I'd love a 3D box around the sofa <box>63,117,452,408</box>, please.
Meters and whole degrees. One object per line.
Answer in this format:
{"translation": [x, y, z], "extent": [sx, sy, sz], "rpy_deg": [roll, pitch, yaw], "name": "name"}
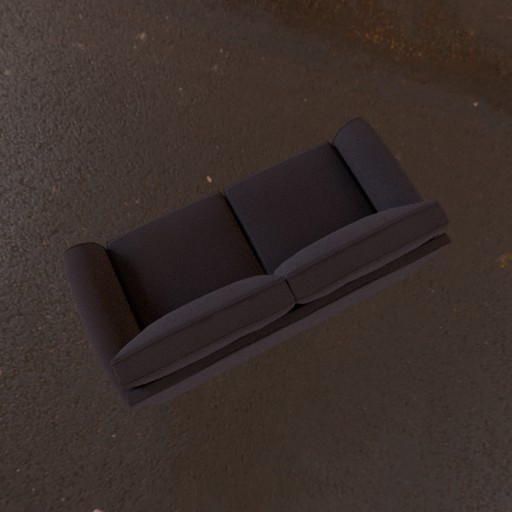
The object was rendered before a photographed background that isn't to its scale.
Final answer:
{"translation": [0.000, 0.000, 2.568], "extent": [2.009, 1.031, 0.951], "rpy_deg": [-26, 75, -8], "name": "sofa"}
